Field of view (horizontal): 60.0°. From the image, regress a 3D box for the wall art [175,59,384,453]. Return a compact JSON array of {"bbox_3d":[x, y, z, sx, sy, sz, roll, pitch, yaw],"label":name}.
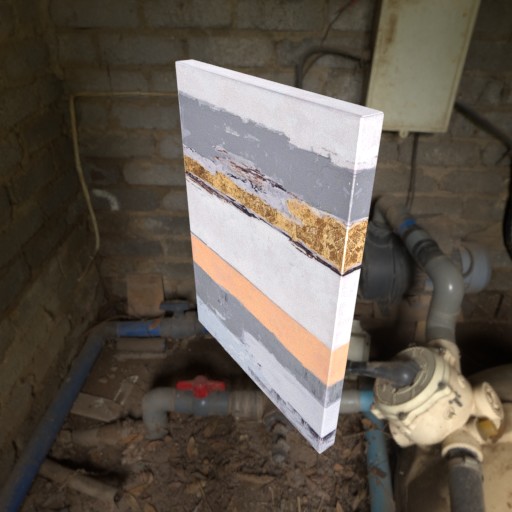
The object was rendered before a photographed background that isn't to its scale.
[{"bbox_3d":[0.000,0.000,0.813,0.038,0.609,0.456,-21,38,-29],"label":"wall art"}]
